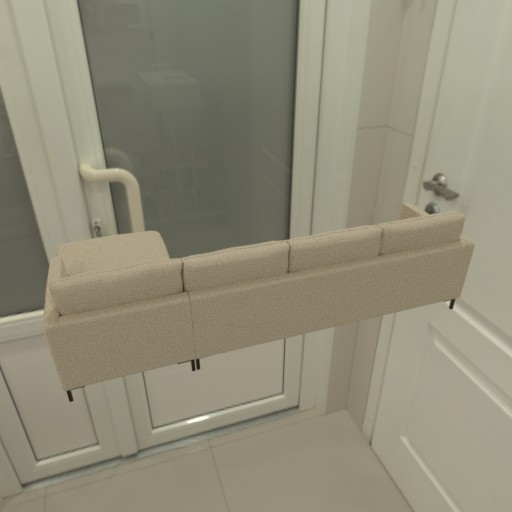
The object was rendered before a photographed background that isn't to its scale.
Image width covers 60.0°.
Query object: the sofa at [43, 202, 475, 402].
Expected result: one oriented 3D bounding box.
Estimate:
[{"bbox_3d":[0.000,0.000,3.178,2.731,0.755,1.258,-10,32,-16],"label":"sofa"}]
